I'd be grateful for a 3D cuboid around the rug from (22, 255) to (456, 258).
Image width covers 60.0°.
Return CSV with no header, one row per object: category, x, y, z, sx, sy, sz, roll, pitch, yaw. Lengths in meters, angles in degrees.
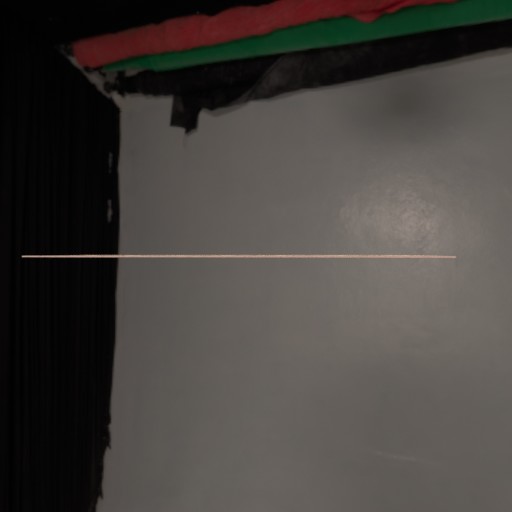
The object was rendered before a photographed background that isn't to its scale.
rug,0.000,0.000,4.268,3.294,0.018,2.382,0,0,18
